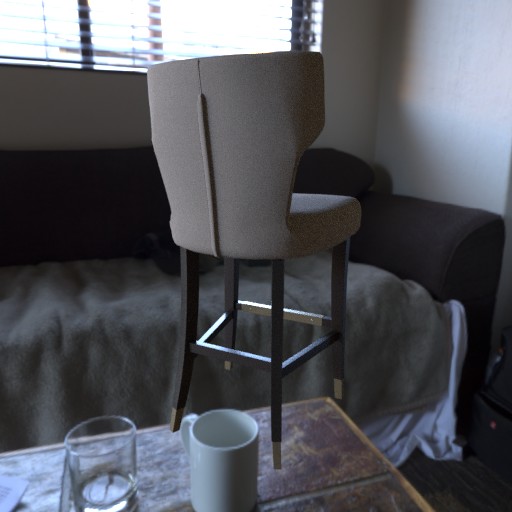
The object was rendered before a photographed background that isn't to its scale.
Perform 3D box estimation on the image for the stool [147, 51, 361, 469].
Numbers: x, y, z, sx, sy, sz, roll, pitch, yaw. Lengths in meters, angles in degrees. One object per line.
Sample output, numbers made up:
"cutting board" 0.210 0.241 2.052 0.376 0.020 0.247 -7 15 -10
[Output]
"stool" 0.000 0.000 1.387 0.526 1.092 0.563 7 16 26
